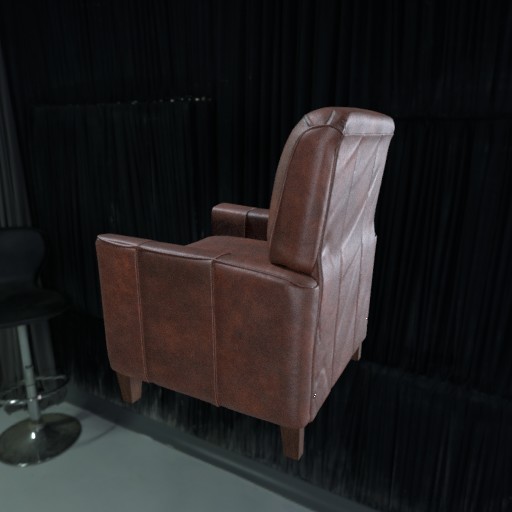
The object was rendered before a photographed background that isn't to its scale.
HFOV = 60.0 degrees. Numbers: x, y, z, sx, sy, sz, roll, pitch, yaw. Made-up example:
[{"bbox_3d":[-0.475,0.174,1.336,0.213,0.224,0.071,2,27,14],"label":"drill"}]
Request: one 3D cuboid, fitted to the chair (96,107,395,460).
[{"bbox_3d":[0.000,0.000,1.681,0.836,1.043,0.843,8,17,26],"label":"chair"}]
